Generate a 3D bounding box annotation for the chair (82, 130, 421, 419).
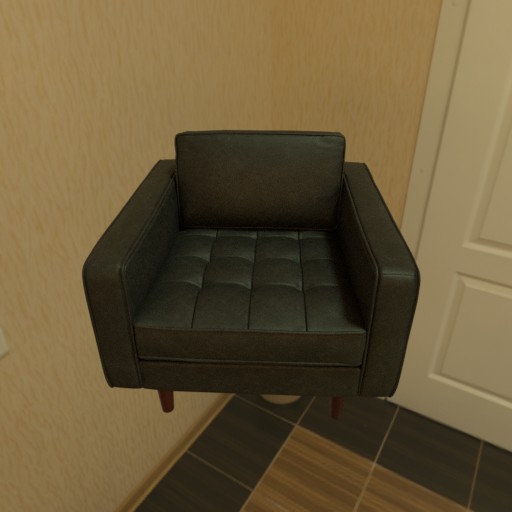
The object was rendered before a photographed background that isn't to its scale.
[{"bbox_3d":[0.000,0.000,1.587,0.889,0.763,0.914,1,30,2],"label":"chair"}]
